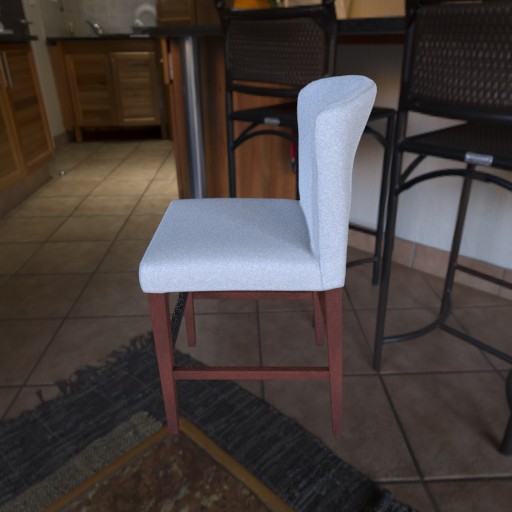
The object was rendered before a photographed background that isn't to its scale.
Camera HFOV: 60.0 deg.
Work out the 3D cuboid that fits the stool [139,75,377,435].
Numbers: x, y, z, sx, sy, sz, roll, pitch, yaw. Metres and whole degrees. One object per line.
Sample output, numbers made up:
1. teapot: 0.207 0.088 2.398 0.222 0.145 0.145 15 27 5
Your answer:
1. stool: 0.000 0.000 1.288 0.568 0.968 0.479 0 27 0
